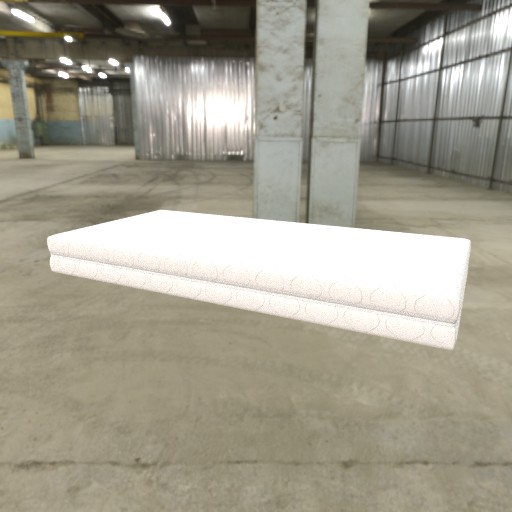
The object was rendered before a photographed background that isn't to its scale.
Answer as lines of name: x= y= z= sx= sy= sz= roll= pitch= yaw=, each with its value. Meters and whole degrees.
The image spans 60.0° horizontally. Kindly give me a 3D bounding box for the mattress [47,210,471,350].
mattress: x=0.000 y=0.000 z=2.209 sx=1.900 sy=0.200 sz=0.900 roll=8 pitch=17 yaw=26
